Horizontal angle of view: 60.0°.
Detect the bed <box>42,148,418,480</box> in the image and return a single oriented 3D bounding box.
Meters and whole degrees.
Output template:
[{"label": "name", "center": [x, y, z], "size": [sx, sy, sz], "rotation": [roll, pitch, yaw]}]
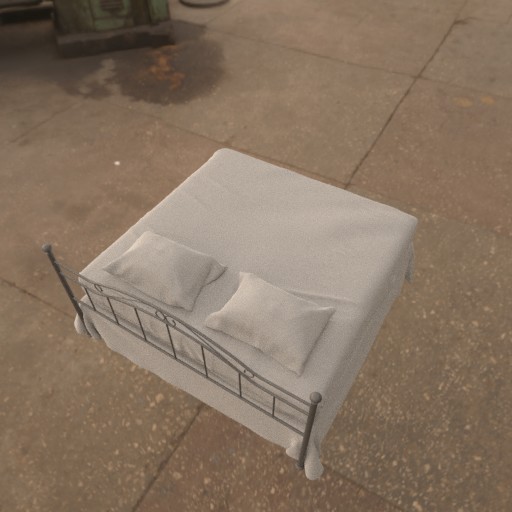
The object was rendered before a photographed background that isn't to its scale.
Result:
[{"label": "bed", "center": [0.000, 0.000, 3.567], "size": [2.309, 1.080, 2.220], "rotation": [25, 52, 21]}]
